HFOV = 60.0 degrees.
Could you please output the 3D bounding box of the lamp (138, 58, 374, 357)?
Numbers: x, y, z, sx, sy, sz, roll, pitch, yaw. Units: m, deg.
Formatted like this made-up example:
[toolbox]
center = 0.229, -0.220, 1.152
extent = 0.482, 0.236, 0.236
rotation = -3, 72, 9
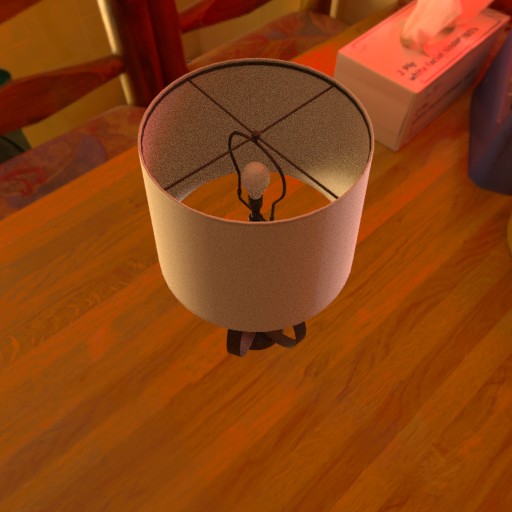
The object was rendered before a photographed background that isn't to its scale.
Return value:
[lamp]
center = 0.000, 0.000, 0.691
extent = 0.286, 0.510, 0.286
rotation = 0, 58, 0
